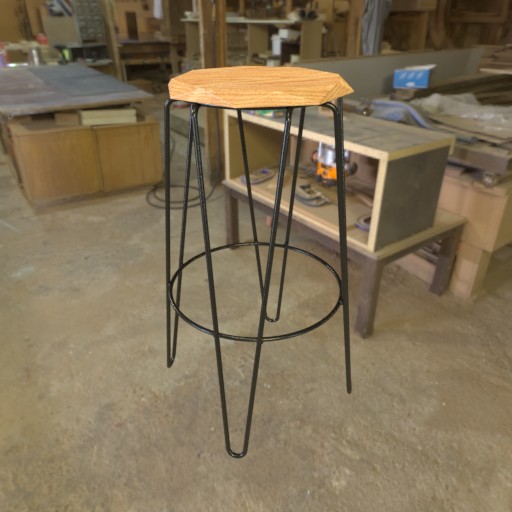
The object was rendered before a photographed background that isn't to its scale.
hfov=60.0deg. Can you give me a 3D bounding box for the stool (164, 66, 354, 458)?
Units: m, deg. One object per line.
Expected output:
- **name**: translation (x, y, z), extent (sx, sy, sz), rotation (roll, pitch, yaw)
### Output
- **stool**: translation (0.000, 0.000, 0.806), extent (0.326, 0.610, 0.326), rotation (-18, 35, -29)
